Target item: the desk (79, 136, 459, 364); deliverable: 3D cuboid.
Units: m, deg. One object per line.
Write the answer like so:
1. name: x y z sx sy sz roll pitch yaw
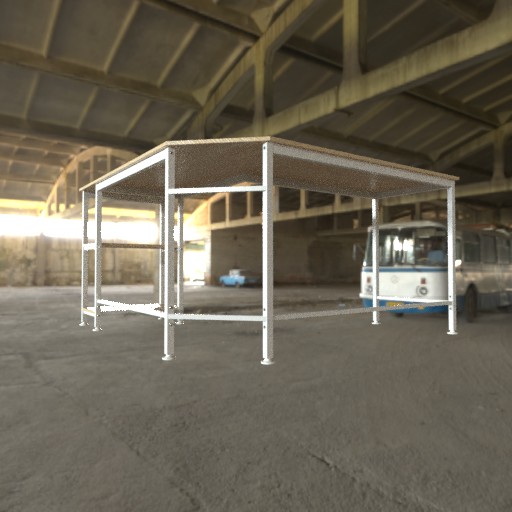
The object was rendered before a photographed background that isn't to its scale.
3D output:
1. desk: 0.000 0.000 2.248 1.379 0.739 1.379 1 -2 -36
